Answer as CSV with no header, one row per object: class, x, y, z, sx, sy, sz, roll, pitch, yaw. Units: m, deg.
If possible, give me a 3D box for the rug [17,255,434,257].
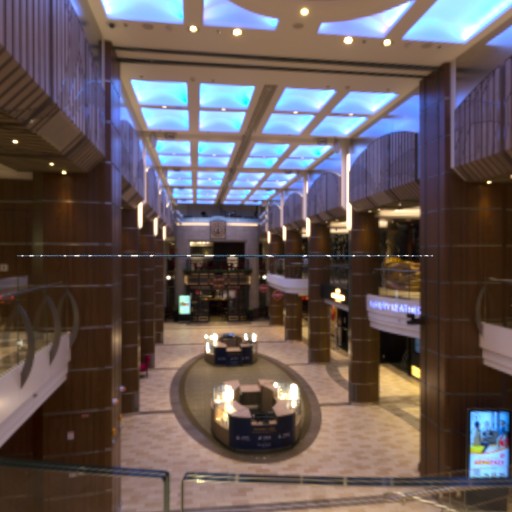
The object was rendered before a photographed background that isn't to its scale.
rug,0.000,0.000,4.274,2.438,0.010,3.353,0,0,36
